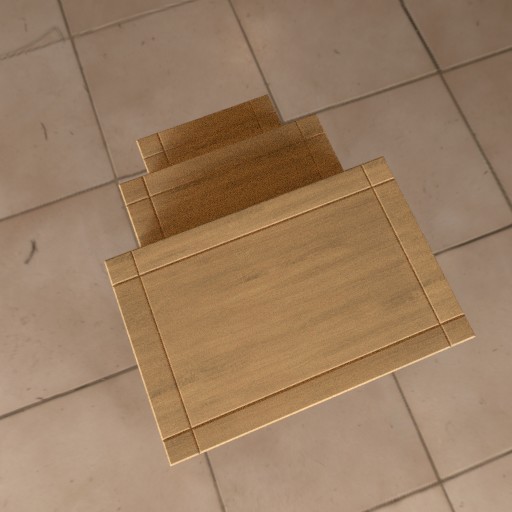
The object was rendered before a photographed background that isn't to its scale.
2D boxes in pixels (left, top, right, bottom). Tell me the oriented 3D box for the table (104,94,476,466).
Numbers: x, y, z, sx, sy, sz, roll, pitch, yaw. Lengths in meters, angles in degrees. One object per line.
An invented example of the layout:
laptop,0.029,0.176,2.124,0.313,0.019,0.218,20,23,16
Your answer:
table,0.000,0.000,1.221,0.660,0.535,0.773,-21,77,-5
